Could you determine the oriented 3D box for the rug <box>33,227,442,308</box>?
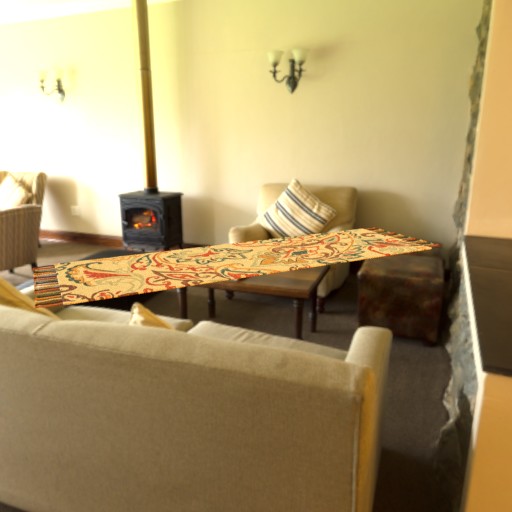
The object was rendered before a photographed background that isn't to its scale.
[{"bbox_3d":[0.000,0.000,2.970,2.682,0.015,0.763,-7,17,-26],"label":"rug"}]
